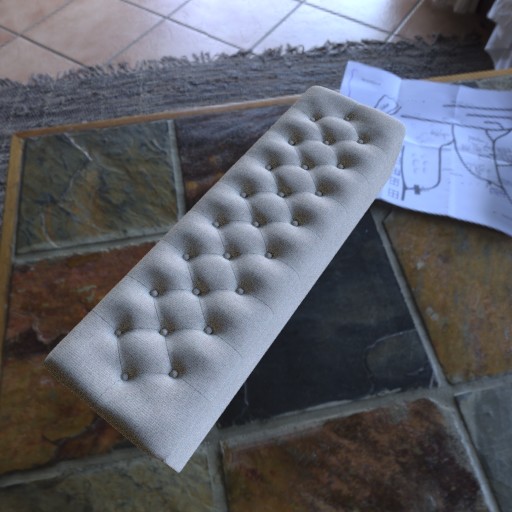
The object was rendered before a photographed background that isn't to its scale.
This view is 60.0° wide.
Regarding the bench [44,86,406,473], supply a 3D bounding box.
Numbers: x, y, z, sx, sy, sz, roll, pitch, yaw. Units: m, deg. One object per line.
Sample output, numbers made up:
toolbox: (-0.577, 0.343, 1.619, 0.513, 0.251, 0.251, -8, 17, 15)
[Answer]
bench: (0.000, 0.000, 1.656, 0.455, 0.467, 1.480, 31, 63, 18)
